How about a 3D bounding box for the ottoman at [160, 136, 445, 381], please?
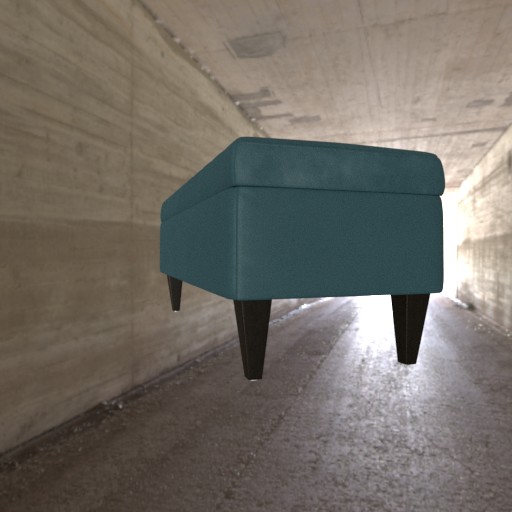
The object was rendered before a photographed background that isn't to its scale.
[{"bbox_3d":[0.000,0.000,1.404,0.482,0.469,1.151,0,1,-19],"label":"ottoman"}]
